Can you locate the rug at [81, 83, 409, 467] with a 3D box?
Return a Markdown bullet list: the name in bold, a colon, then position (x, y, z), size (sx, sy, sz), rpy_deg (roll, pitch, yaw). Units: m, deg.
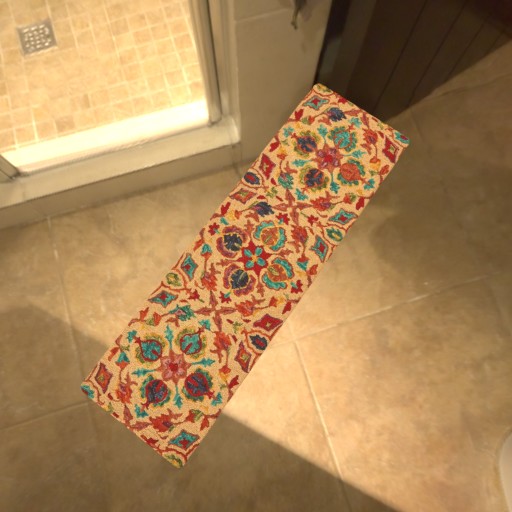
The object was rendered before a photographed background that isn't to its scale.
- **rug**: position (0.000, 0.000, 2.521), size (0.693, 0.016, 2.273), rpy_deg (35, 79, 8)
